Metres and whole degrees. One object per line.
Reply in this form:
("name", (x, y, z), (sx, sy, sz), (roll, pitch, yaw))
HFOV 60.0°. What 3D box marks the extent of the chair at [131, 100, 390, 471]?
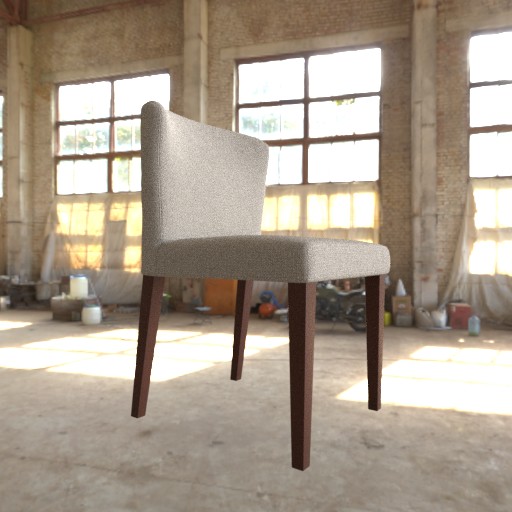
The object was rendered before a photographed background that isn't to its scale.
("chair", (0.000, 0.000, 1.194), (0.589, 0.839, 0.491), (0, 0, 35))
